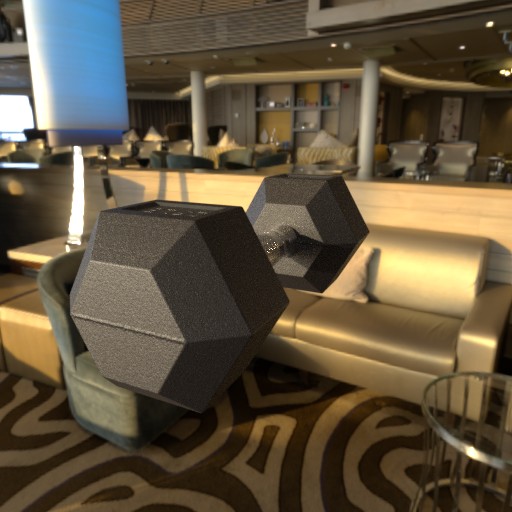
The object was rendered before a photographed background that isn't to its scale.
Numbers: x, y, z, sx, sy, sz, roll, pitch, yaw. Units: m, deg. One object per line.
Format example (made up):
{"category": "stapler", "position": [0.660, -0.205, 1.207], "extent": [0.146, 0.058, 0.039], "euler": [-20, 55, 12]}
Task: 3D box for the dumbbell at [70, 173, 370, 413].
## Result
{"category": "dumbbell", "position": [0.000, 0.000, 0.370], "extent": [0.129, 0.113, 0.315], "euler": [8, 17, 25]}
